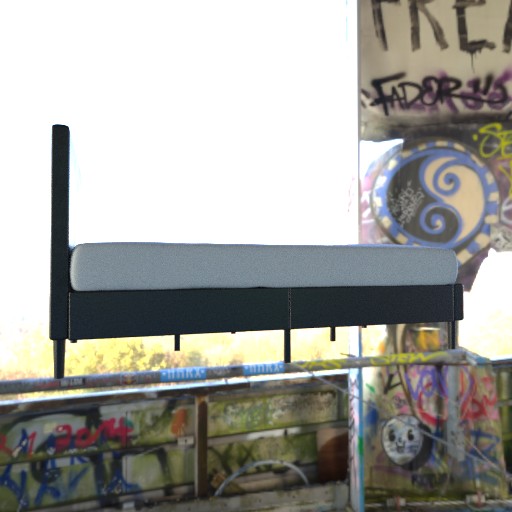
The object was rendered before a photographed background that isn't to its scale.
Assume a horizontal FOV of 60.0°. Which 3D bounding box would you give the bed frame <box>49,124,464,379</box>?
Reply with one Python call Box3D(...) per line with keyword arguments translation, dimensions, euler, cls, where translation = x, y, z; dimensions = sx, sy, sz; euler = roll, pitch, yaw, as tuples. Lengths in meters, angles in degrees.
Box3D(translation=(0.000, 0.000, 2.464), dimensions=(2.152, 1.046, 1.038), euler=(0, -1, -19), cls="bed frame")
